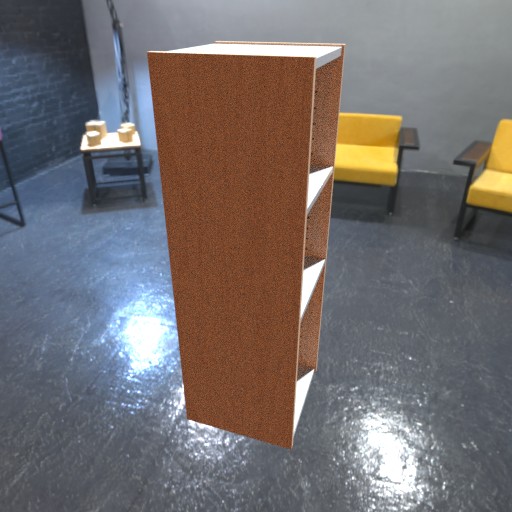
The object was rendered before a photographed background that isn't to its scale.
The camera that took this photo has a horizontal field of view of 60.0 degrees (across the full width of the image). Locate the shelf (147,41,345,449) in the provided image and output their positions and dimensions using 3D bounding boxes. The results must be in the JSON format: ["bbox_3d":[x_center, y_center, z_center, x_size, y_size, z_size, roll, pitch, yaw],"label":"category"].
[{"bbox_3d":[0.000,0.000,1.055,0.290,0.900,0.300,9,31,16],"label":"shelf"}]
